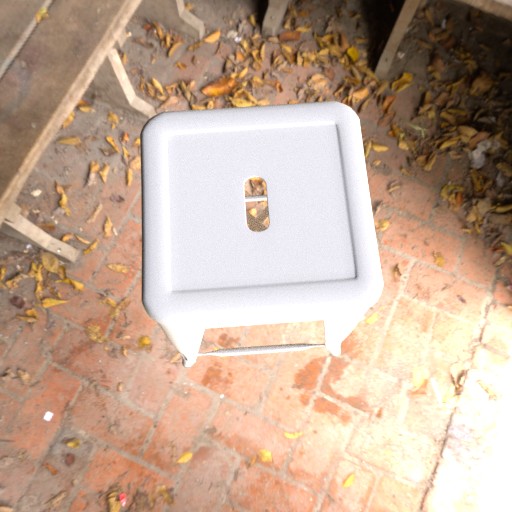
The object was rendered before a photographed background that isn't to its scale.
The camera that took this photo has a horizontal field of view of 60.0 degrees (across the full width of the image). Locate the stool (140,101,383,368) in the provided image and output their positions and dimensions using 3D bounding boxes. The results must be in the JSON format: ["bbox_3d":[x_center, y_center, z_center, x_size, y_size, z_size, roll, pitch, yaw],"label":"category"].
[{"bbox_3d":[0.000,0.000,0.888,0.406,0.610,0.406,-4,76,-1],"label":"stool"}]
